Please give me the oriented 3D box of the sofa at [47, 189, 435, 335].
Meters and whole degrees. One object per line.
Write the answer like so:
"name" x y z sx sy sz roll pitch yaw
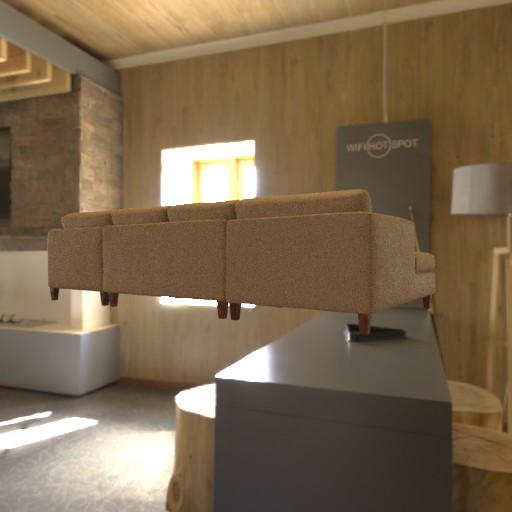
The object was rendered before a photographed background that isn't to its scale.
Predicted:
"sofa" 0.000 0.000 4.518 3.403 0.889 2.551 0 1 35
